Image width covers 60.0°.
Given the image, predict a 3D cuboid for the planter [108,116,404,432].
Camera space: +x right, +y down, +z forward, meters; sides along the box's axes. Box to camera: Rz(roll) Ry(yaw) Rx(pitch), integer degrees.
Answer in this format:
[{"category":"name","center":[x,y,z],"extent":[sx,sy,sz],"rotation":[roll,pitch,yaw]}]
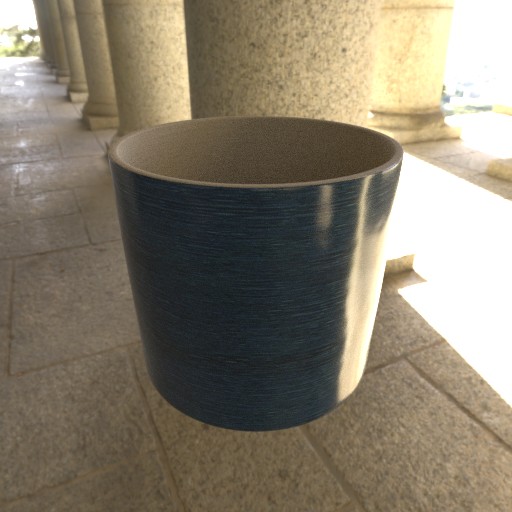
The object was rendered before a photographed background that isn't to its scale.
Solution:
[{"category":"planter","center":[0.000,0.000,0.391],"extent":[0.221,0.201,0.221],"rotation":[0,27,0]}]
